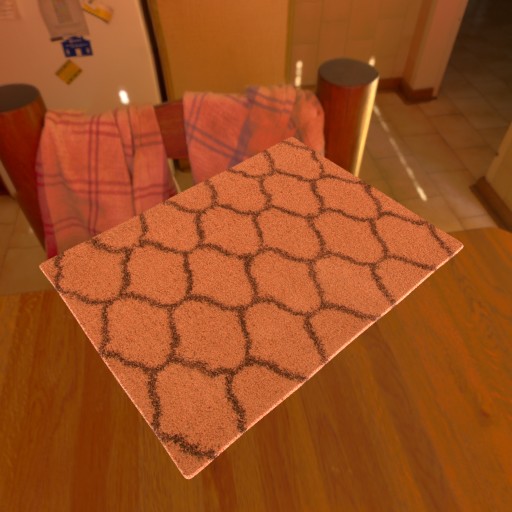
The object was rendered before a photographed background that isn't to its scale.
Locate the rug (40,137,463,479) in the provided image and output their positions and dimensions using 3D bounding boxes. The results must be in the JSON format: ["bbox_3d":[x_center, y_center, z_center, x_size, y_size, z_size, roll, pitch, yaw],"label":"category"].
[{"bbox_3d":[0.000,0.000,2.076,1.600,0.025,1.200,-32,56,-26],"label":"rug"}]
